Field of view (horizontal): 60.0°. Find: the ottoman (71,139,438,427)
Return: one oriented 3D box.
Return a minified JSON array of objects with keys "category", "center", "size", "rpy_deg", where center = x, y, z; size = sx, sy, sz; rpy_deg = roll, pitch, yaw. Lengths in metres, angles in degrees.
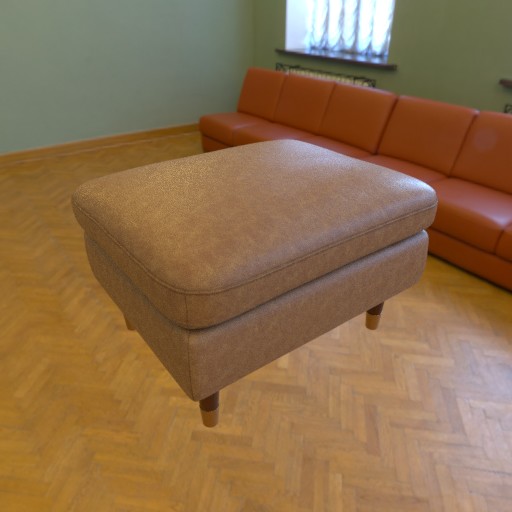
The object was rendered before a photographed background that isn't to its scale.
[{"category":"ottoman","center":[0.000,0.000,1.164],"size":[0.747,0.478,0.593],"rpy_deg":[-21,36,-32]}]
